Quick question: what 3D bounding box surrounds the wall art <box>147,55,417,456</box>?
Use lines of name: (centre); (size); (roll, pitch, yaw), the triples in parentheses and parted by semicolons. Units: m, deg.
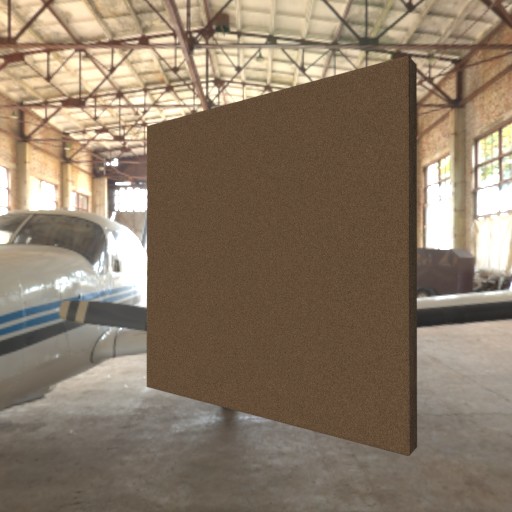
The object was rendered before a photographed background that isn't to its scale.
wall art: (0.000, 0.000, 1.071); (0.749, 0.751, 0.050); (0, 0, 37)
